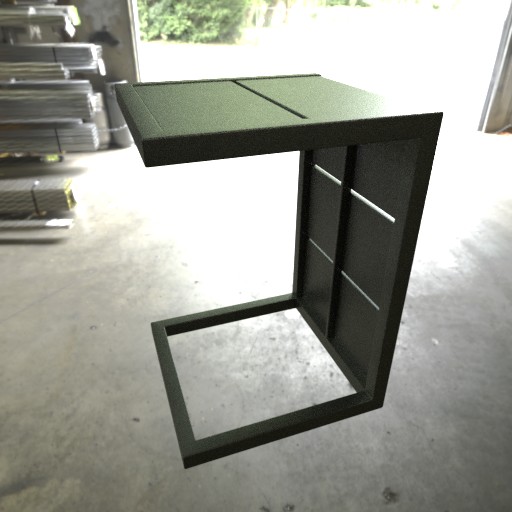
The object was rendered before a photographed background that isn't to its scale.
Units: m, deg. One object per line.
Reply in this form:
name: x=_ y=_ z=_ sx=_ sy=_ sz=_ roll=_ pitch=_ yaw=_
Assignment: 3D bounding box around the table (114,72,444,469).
table: x=0.000 y=0.000 z=0.880 sx=0.420 sy=0.609 sz=0.405 roll=-10 pitch=32 yaw=-17
